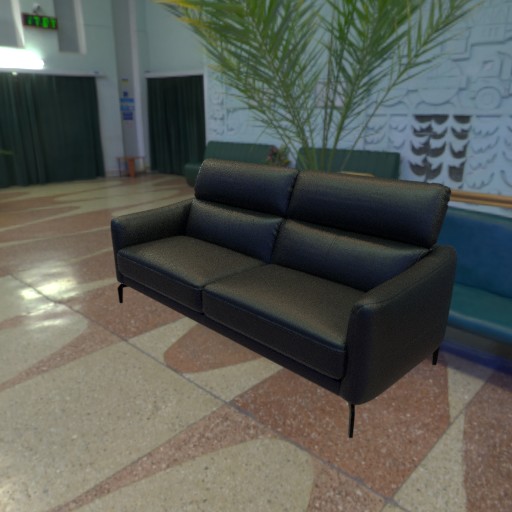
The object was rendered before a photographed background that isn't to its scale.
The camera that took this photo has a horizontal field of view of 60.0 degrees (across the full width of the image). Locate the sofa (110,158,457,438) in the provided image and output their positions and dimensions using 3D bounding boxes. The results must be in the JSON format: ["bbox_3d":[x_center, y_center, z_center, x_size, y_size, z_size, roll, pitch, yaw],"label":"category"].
[{"bbox_3d":[0.000,0.000,2.599,0.856,0.957,2.069,-17,25,-42],"label":"sofa"}]
